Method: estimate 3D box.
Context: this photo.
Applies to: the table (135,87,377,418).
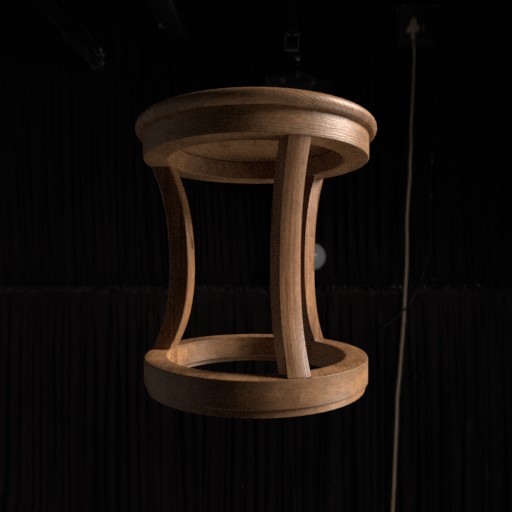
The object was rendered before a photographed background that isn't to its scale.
[{"bbox_3d":[0.000,0.000,0.817,0.432,0.460,0.432,0,-1,0],"label":"table"}]
